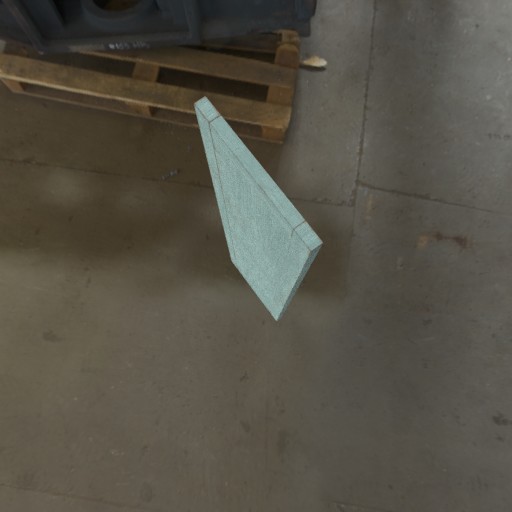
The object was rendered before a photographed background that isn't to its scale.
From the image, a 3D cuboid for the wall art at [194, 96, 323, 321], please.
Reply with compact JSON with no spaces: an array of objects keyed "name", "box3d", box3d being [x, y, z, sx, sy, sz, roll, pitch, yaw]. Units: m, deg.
[{"name":"wall art","box3d":[0.000,0.000,1.329,0.025,1.219,0.329,-36,79,-8]}]
